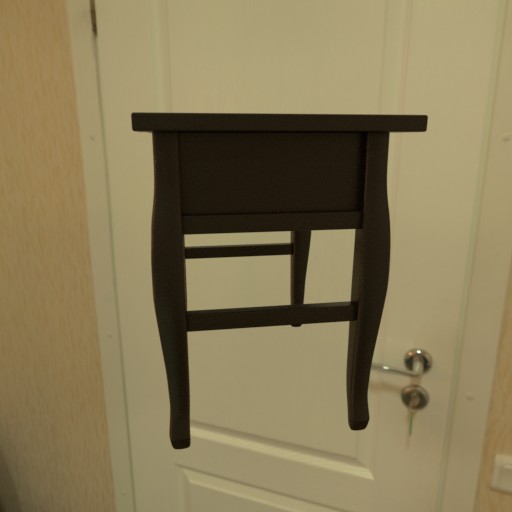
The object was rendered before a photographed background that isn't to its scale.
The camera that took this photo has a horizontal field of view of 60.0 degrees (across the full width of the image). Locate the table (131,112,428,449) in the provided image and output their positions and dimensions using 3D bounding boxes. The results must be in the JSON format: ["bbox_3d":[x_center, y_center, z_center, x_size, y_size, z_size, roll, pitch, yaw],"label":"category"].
[{"bbox_3d":[0.000,0.000,1.034,0.460,0.604,0.602,-2,15,-9],"label":"table"}]
